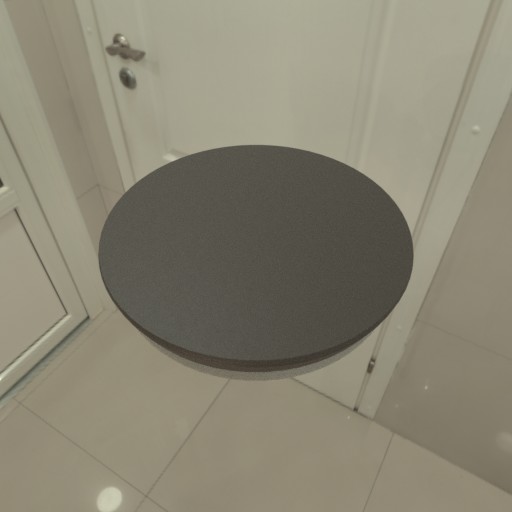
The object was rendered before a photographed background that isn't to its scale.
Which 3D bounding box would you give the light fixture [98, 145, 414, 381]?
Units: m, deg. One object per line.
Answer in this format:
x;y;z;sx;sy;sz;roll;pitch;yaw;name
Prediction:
0.000;0.000;0.566;0.368;0.100;0.368;0;45;0;light fixture
